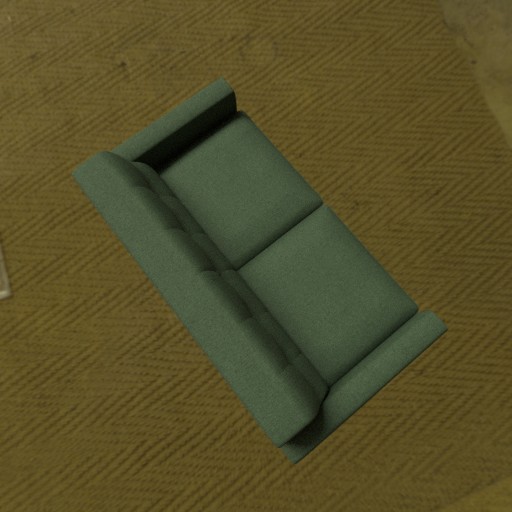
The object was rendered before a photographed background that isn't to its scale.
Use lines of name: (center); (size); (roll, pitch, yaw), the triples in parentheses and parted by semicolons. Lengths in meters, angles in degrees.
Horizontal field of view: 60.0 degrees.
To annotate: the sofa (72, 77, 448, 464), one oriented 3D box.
sofa: (0.000, 0.000, 2.156); (0.909, 0.841, 1.631); (-38, 79, -9)
